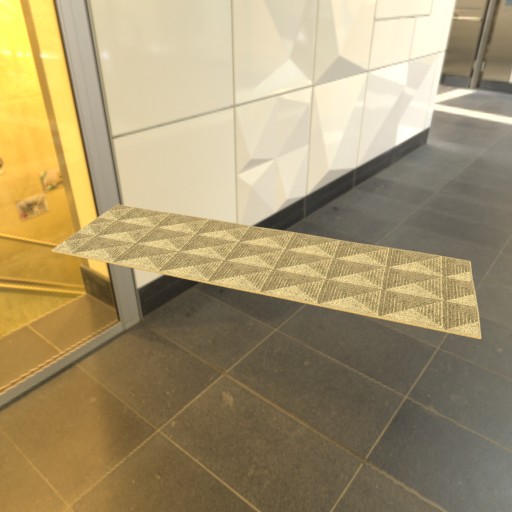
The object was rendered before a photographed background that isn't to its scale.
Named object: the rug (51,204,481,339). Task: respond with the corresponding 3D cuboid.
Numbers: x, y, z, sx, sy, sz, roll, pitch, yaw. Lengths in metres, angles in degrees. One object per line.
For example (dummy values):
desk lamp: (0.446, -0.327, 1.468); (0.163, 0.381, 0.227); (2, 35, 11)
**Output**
rug: (0.000, 0.000, 2.382); (2.182, 0.015, 0.645); (10, 32, 17)
